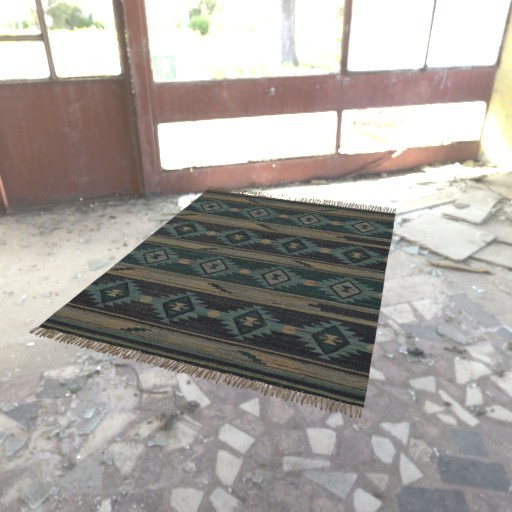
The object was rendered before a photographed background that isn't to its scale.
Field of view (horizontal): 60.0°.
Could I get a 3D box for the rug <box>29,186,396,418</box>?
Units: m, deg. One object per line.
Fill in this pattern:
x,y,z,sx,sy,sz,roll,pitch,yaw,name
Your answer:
0.000,0.000,4.253,2.418,0.047,3.307,9,30,17,rug
